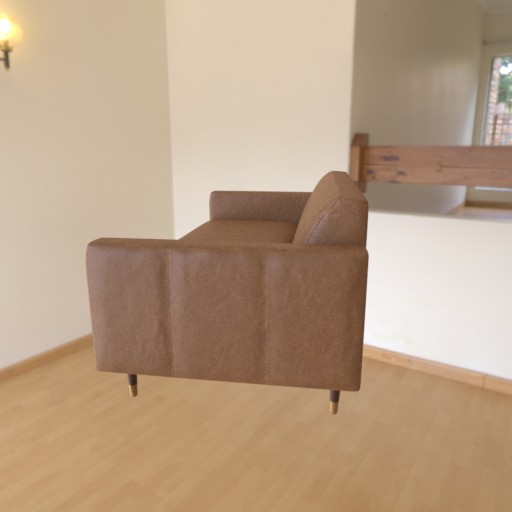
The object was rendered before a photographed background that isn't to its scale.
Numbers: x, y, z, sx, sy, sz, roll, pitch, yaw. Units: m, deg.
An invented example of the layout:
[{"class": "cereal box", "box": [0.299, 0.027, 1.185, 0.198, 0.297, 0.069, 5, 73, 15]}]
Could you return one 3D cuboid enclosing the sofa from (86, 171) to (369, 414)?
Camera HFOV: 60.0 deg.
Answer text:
[{"class": "sofa", "box": [0.000, 0.000, 2.372, 0.993, 0.821, 1.847, 2, 14, 8]}]
